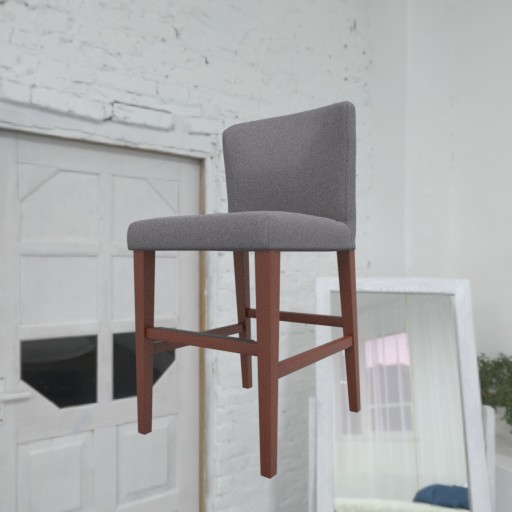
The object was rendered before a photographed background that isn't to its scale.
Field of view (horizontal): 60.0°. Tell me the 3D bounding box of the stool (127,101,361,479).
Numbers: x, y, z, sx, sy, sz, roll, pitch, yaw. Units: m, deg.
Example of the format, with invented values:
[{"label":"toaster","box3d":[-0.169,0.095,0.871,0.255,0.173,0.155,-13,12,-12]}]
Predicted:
[{"label":"stool","box3d":[0.000,0.000,1.297,0.481,0.968,0.568,0,1,35]}]
